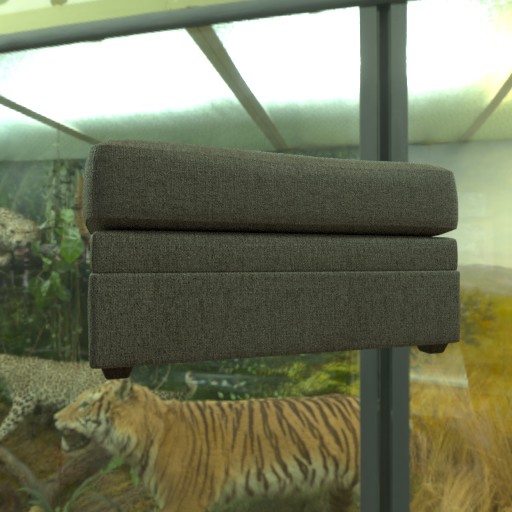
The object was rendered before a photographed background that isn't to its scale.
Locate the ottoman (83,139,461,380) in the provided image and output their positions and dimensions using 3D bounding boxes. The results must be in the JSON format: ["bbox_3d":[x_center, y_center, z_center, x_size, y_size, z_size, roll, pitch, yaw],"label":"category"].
[{"bbox_3d":[0.000,0.000,1.224,0.885,0.478,0.637,0,-1,-18],"label":"ottoman"}]
